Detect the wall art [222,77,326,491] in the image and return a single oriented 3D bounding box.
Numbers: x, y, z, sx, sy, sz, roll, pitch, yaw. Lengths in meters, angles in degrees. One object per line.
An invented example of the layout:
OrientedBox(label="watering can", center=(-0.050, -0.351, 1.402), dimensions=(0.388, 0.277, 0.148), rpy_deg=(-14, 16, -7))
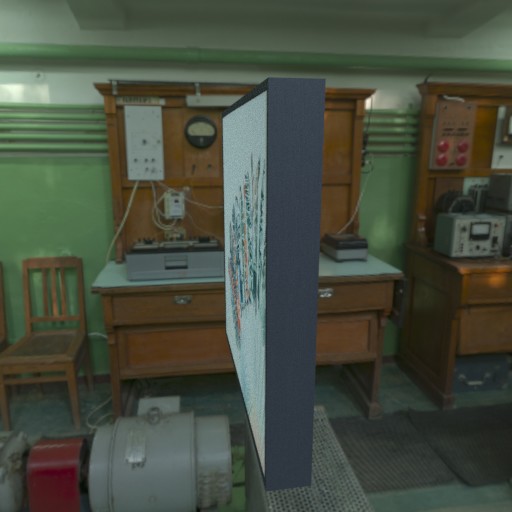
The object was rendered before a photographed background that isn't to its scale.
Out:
OrientedBox(label="wall art", center=(0.000, 0.000, 0.454), dimensions=(0.036, 0.300, 0.302), rpy_deg=(-2, 14, -9))
